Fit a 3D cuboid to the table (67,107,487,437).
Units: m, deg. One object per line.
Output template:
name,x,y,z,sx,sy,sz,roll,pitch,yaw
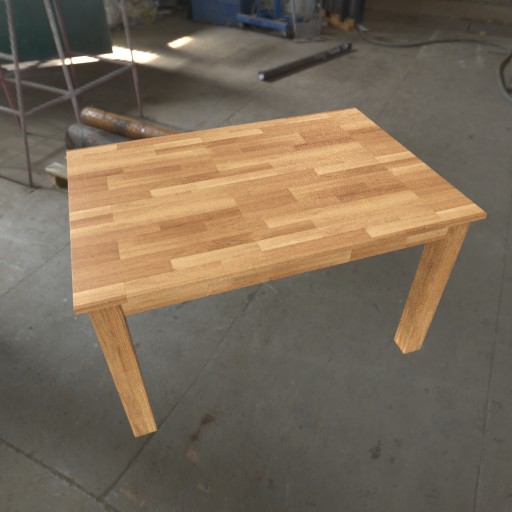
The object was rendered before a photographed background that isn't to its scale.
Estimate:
table,0.000,0.000,1.866,1.300,0.750,0.900,-13,43,-14
